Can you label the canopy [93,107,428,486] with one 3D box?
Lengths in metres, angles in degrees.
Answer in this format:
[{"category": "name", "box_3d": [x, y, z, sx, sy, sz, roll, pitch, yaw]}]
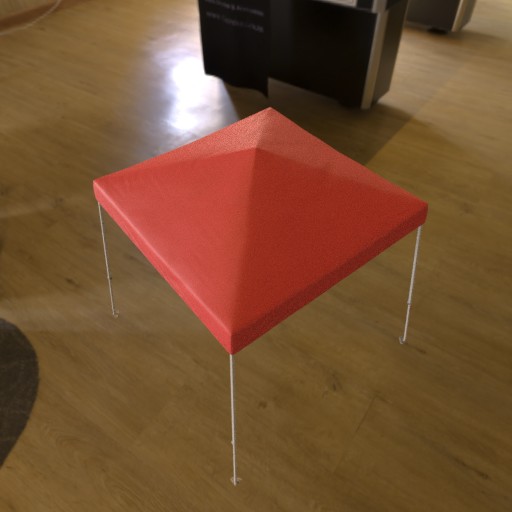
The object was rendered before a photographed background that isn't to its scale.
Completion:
[{"category": "canopy", "box_3d": [0.000, 0.000, 6.328, 3.600, 3.600, 3.599, -31, 54, -25]}]
